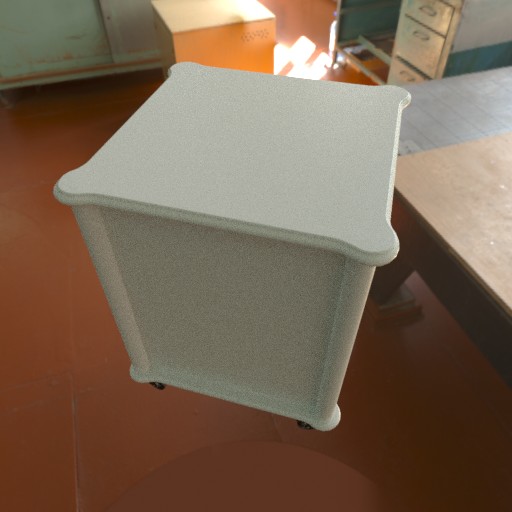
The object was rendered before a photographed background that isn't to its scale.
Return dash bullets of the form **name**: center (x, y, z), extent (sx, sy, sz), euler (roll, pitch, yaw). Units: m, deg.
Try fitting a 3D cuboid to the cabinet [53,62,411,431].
- **cabinet**: center (0.000, 0.000, 1.213), extent (0.627, 0.761, 0.628), euler (11, 47, 11)
